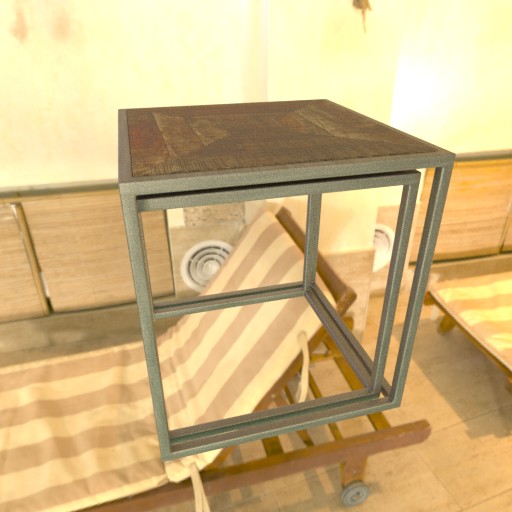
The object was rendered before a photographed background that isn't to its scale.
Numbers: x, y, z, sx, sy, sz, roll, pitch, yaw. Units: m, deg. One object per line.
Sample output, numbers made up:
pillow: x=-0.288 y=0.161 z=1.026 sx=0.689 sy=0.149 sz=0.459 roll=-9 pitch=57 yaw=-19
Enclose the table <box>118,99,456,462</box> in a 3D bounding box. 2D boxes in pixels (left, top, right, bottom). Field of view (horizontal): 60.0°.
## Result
table: x=0.000 y=0.000 z=0.865 sx=0.449 sy=0.500 sz=0.450 roll=-8 pitch=30 yaw=-13
